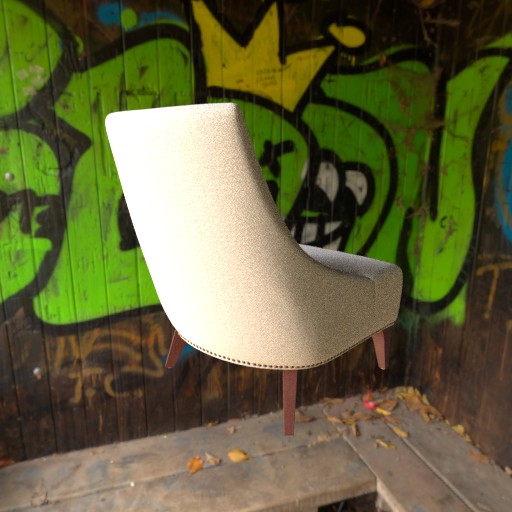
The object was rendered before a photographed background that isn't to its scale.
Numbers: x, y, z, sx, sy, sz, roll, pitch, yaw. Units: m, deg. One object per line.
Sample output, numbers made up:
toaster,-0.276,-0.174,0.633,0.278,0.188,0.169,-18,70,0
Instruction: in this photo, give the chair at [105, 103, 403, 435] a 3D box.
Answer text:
chair,0.000,0.000,1.497,0.701,0.909,0.861,13,19,42
